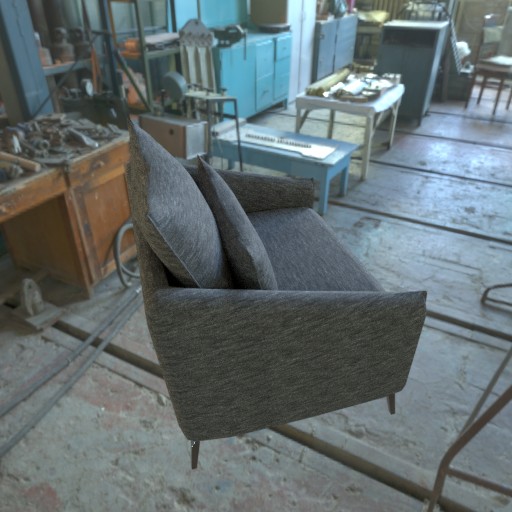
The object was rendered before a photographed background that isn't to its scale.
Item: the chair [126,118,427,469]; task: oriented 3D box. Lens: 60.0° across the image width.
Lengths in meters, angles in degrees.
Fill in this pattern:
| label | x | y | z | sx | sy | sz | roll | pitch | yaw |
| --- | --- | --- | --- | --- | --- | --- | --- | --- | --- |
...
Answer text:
| label | x | y | z | sx | sy | sz | roll | pitch | yaw |
| --- | --- | --- | --- | --- | --- | --- | --- | --- | --- |
| chair | 0.000 | 0.000 | 1.593 | 0.805 | 0.842 | 1.004 | -9 | 35 | -14 |
